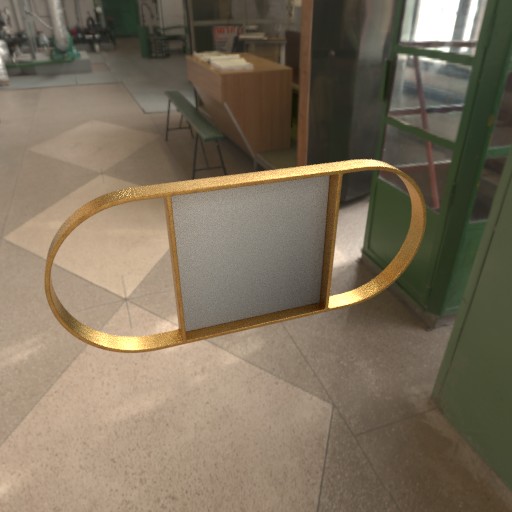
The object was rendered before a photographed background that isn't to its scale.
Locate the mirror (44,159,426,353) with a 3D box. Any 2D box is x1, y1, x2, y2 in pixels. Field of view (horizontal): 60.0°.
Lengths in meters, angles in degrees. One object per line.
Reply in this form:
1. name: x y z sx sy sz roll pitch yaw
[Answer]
1. mirror: 0.000 0.000 0.668 0.584 0.254 0.032 -10 33 -16
